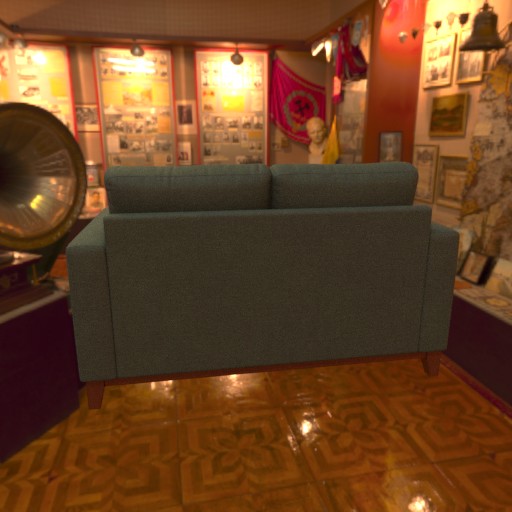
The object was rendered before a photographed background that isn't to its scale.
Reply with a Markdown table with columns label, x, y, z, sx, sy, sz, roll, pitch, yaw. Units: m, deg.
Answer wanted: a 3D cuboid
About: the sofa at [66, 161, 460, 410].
| label | x | y | z | sx | sy | sz | roll | pitch | yaw |
| --- | --- | --- | --- | --- | --- | --- | --- | --- | --- |
| sofa | 0.000 | 0.000 | 2.118 | 1.489 | 0.903 | 0.955 | -3 | 15 | -10 |
